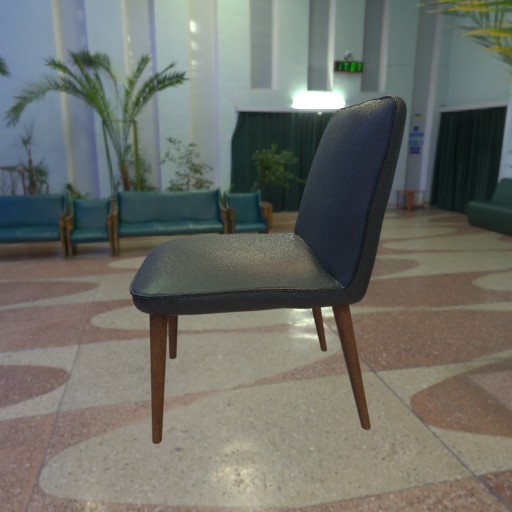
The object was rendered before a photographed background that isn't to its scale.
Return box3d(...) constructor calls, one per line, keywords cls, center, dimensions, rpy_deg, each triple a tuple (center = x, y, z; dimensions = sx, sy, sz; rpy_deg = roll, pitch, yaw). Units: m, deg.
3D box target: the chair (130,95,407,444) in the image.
box3d(cls="chair", center=(0.000, 0.000, 1.218), dimensions=(0.645, 0.801, 0.543), rpy_deg=(-2, 14, -10))
